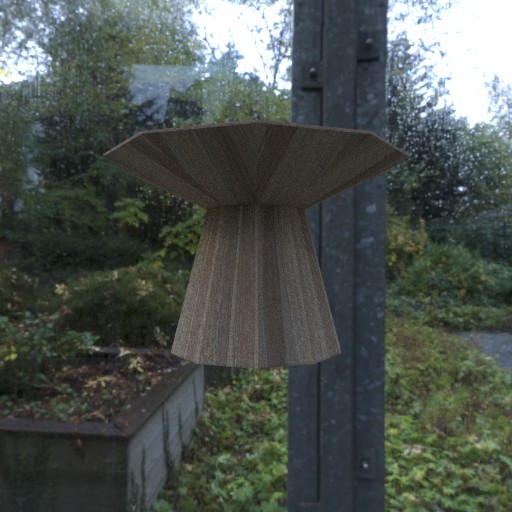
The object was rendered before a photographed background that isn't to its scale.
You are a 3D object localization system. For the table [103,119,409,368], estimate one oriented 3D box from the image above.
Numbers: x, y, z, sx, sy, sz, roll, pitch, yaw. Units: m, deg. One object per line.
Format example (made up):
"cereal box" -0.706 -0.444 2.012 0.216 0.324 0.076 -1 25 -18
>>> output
"table" 0.000 0.000 1.821 1.186 0.752 1.186 0 0 0
